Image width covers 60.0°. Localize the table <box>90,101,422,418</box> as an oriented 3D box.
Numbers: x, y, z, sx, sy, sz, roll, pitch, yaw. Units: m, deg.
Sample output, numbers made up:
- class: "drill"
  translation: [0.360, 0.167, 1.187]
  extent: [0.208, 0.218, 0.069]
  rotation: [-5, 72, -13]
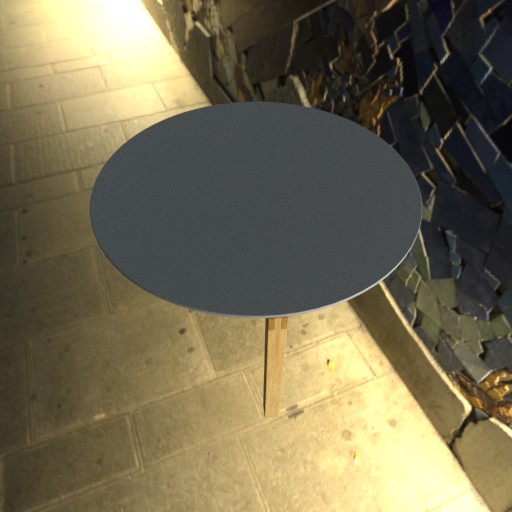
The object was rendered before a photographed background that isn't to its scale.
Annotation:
- class: "table"
  translation: [0.000, 0.000, 0.974]
  extent: [0.600, 0.405, 0.600]
  rotation: [0, 48, 0]
